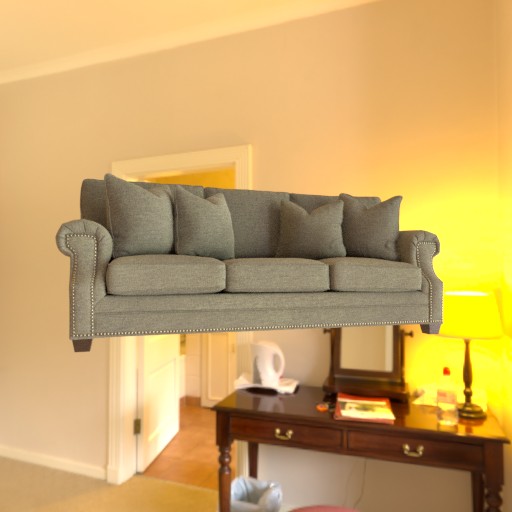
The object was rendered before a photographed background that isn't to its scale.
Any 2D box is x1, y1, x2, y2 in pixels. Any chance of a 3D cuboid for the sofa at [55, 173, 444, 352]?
[{"bbox_3d":[0.000,0.000,2.876,2.312,0.975,0.965,1,-2,-17],"label":"sofa"}]
